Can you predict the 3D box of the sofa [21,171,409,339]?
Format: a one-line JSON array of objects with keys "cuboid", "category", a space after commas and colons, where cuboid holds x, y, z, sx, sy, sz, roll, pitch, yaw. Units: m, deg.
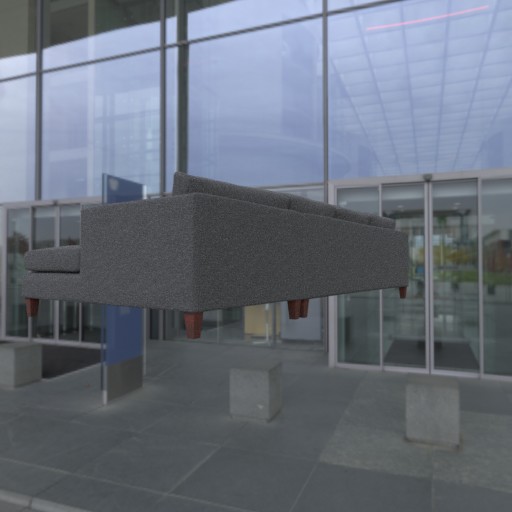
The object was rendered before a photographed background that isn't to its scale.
[{"cuboid": [0.000, 0.000, 3.802, 1.625, 0.846, 3.186, -1, -1, 36], "category": "sofa"}]
